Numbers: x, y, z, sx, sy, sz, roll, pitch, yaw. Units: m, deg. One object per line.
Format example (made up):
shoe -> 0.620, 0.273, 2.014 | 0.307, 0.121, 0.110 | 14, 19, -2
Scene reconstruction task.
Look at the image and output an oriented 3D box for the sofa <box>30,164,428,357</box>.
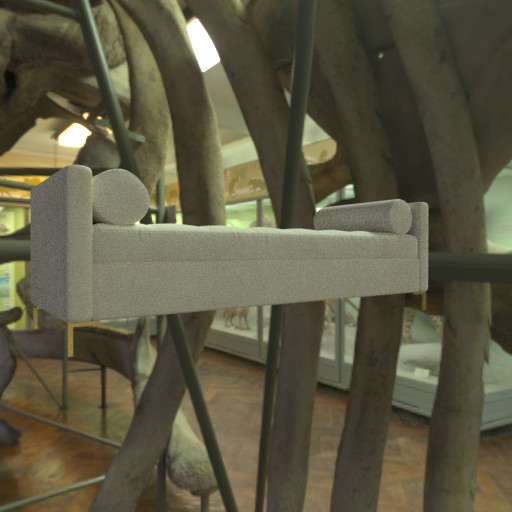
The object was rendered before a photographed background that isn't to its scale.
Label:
sofa -> 0.000, 0.000, 2.267 | 1.981, 0.635, 0.686 | 0, 1, -36
